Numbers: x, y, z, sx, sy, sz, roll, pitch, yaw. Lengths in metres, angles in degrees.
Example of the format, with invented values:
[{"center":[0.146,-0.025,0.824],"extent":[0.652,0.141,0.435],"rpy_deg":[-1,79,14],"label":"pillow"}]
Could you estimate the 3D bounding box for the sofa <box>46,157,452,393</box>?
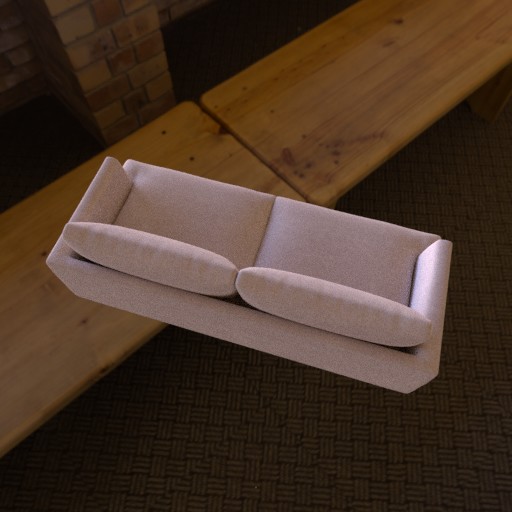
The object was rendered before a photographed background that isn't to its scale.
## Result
[{"center":[0.000,0.000,2.810],"extent":[2.250,0.868,1.020],"rpy_deg":[15,63,8],"label":"sofa"}]
